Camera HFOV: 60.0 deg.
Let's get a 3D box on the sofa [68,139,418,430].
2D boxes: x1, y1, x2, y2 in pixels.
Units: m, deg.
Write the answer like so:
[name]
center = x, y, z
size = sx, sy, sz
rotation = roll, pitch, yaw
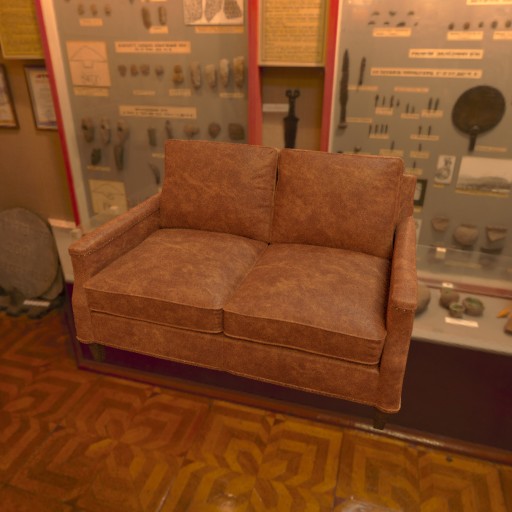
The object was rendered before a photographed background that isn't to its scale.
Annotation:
[sofa]
center = 0.000, 0.000, 2.332
size = 1.597, 1.003, 1.084
rotation = 8, 28, 16
